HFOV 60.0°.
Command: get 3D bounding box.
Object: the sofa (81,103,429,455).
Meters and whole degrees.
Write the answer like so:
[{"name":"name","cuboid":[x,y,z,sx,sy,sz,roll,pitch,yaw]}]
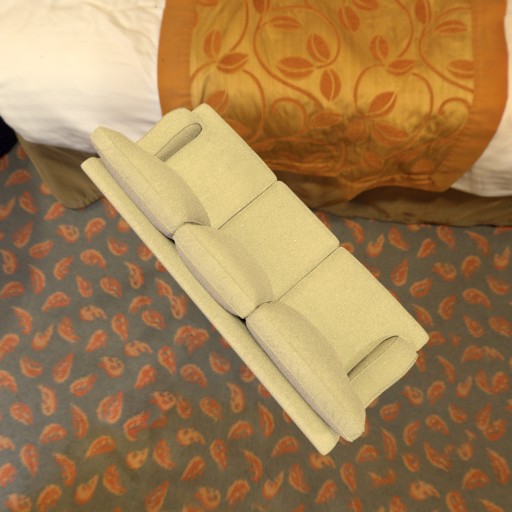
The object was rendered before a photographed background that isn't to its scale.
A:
[{"name":"sofa","cuboid":[0.000,0.000,2.956,1.016,0.991,2.323,-40,79,-10]}]
